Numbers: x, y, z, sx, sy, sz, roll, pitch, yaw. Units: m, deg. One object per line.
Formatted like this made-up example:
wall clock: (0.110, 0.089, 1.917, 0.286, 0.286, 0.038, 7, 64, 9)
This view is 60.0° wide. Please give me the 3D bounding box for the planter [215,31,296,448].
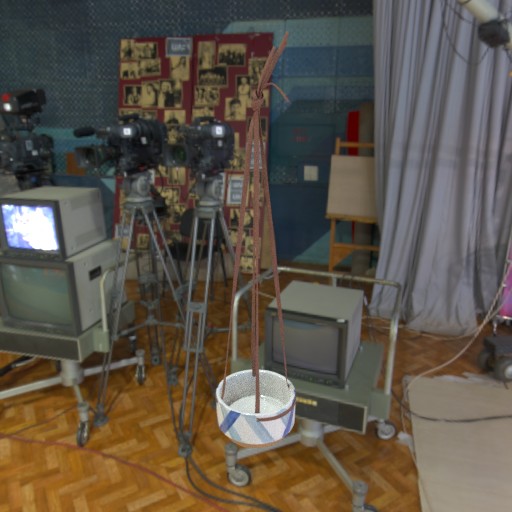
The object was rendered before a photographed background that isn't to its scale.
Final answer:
planter: (0.000, 0.000, 0.825, 0.166, 0.751, 0.166, -8, 19, -24)
